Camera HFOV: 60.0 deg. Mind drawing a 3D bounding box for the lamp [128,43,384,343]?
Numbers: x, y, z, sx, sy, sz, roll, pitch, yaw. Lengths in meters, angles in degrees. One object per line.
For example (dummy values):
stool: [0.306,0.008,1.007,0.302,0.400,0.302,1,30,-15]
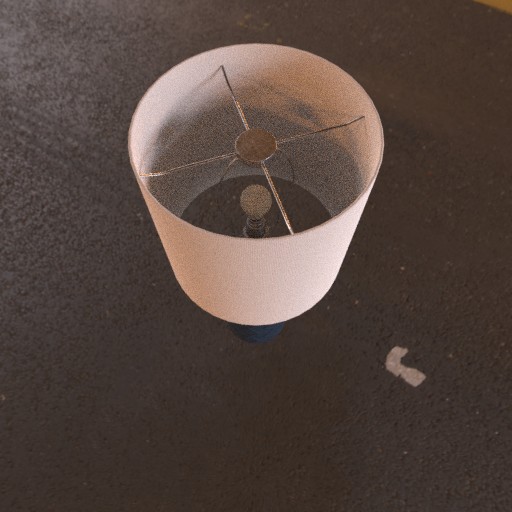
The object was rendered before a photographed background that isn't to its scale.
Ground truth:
lamp: [0.000,0.000,0.566,0.207,0.461,0.207,-17,65,-8]
